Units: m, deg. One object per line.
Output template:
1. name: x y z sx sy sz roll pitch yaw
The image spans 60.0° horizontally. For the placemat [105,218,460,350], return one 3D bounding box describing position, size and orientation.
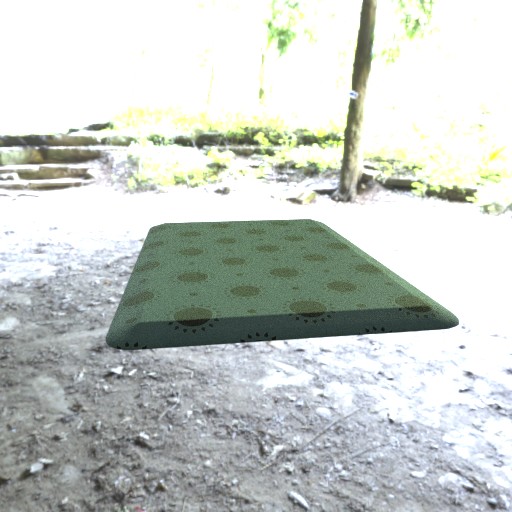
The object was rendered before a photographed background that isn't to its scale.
1. placemat: 0.000 0.000 0.956 0.508 0.021 0.762 -2 16 -8
